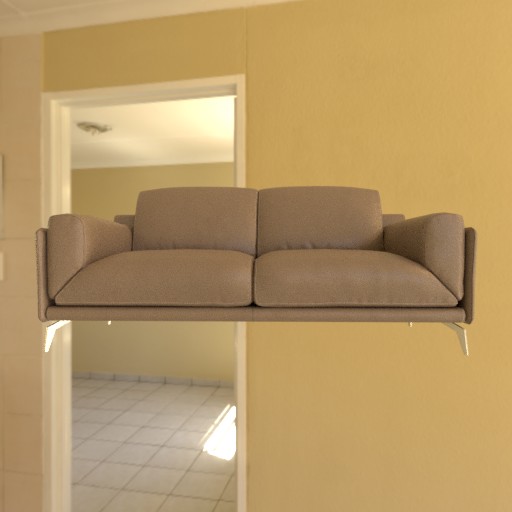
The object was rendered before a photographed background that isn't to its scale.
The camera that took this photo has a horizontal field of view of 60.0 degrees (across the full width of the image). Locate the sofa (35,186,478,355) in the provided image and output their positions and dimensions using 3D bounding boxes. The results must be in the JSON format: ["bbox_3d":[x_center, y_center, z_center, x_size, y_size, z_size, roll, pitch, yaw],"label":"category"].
[{"bbox_3d":[0.000,0.000,2.585,2.101,0.930,1.049,0,0,2],"label":"sofa"}]
